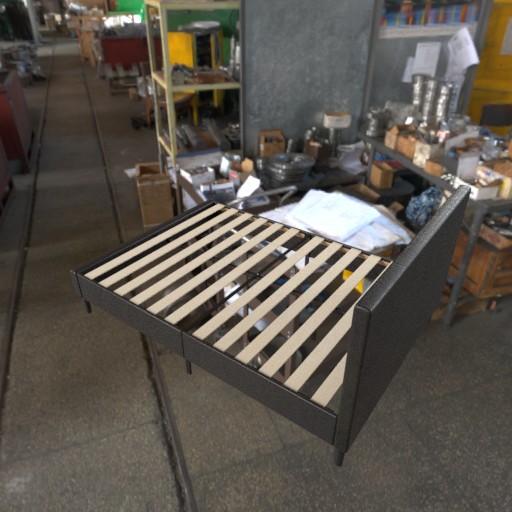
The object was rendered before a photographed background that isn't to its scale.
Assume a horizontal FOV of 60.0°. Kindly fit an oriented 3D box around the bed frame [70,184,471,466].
[{"bbox_3d":[0.000,0.000,2.979,2.152,1.046,1.469,21,38,30],"label":"bed frame"}]
